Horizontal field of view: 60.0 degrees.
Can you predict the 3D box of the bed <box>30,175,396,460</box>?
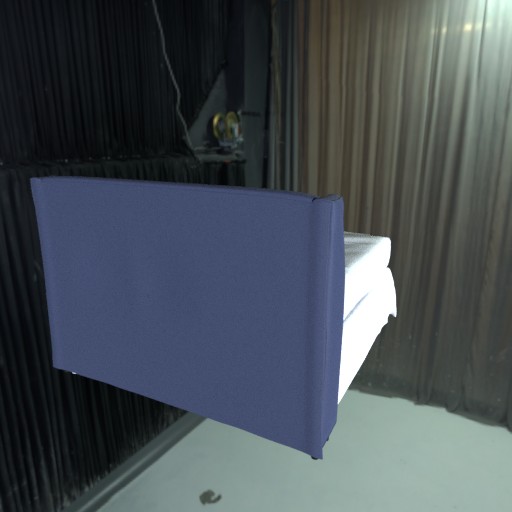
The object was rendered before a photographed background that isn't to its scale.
[{"bbox_3d":[0.000,0.000,3.365,1.925,1.332,2.276,8,18,26],"label":"bed"}]
